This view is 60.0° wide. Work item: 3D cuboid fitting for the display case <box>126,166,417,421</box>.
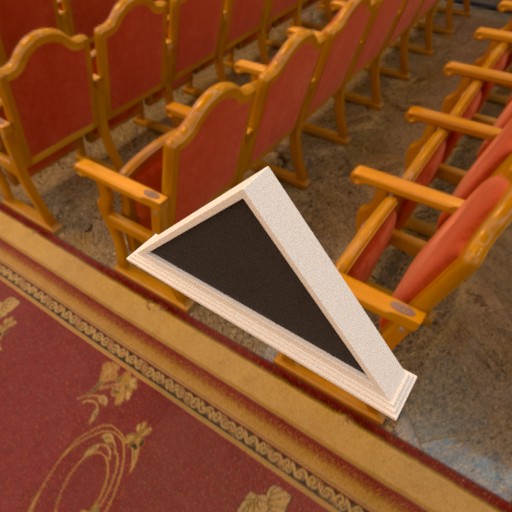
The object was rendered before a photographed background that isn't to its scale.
[{"bbox_3d":[0.000,0.000,0.772,0.640,0.340,0.095,27,53,23],"label":"display case"}]
